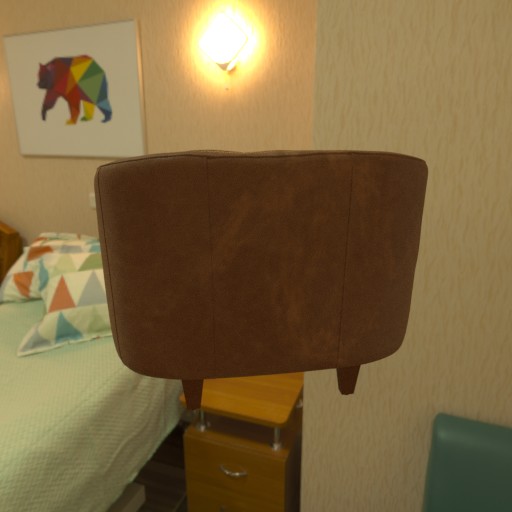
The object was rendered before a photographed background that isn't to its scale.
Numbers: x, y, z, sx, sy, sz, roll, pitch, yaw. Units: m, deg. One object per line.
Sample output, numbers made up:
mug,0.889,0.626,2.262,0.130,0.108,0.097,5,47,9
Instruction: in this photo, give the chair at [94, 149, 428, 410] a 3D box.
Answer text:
chair,0.000,0.000,1.743,1.119,0.836,0.911,-2,15,-9
